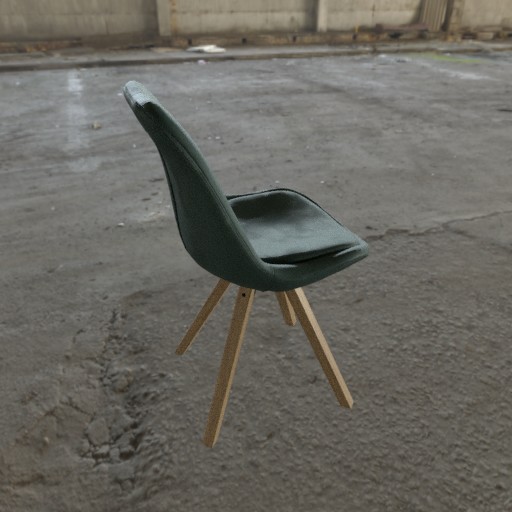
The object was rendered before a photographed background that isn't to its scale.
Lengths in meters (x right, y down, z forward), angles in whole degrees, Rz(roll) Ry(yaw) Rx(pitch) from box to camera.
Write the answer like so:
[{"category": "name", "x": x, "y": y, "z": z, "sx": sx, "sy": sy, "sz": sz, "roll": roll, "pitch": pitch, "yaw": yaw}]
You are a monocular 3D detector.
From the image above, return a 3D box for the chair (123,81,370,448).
[{"category": "chair", "x": 0.000, "y": 0.000, "z": 1.176, "sx": 0.547, "sy": 0.865, "sz": 0.483, "roll": -10, "pitch": 31, "yaw": -17}]
